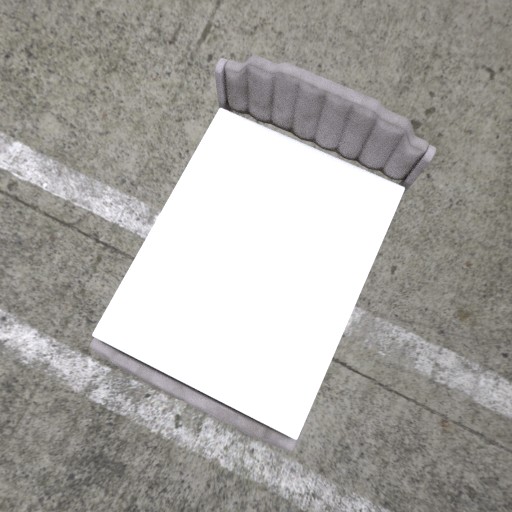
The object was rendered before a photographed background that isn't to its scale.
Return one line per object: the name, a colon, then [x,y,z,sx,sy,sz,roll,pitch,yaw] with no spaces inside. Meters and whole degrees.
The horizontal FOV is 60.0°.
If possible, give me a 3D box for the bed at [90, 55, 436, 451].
bed: [0.000,0.000,3.292,1.676,1.245,2.340,25,77,6]
